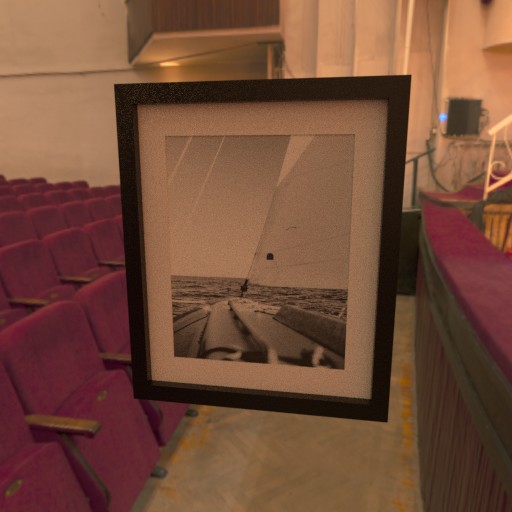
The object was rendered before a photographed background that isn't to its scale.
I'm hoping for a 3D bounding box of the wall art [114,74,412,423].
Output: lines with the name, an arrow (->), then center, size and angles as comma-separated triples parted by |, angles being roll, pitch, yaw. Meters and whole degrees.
wall art -> 0.000, 0.000, 0.751 | 0.461, 0.558, 0.031 | 2, 12, 10
